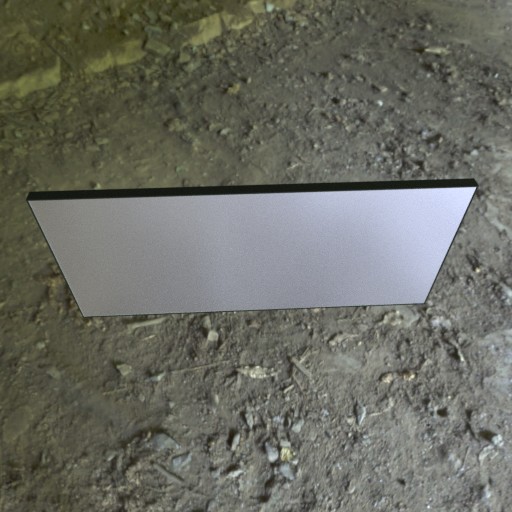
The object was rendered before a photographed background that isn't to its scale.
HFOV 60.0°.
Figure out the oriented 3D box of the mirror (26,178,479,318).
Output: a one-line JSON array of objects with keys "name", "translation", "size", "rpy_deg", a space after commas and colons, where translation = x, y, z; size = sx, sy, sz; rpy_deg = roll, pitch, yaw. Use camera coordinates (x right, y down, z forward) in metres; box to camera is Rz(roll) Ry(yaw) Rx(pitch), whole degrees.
[{"name": "mirror", "translation": [0.000, 0.000, 1.813], "size": [1.584, 0.692, 0.047], "rpy_deg": [-2, 47, -2]}]
